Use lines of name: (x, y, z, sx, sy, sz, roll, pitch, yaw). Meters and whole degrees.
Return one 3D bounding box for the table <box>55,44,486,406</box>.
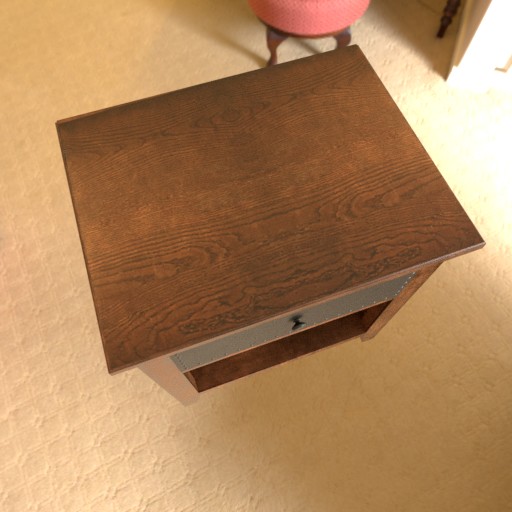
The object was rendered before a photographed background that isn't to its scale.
table: (0.000, 0.000, 0.991, 0.586, 0.597, 0.461, -18, 66, -8)
